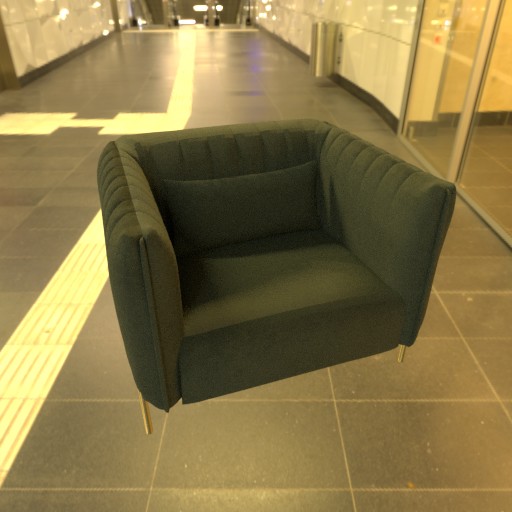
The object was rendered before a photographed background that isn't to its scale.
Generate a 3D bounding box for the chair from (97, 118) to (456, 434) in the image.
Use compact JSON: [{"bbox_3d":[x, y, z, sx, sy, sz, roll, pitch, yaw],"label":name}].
[{"bbox_3d":[0.000,0.000,1.663,1.032,0.794,0.877,-10,33,-17],"label":"chair"}]
